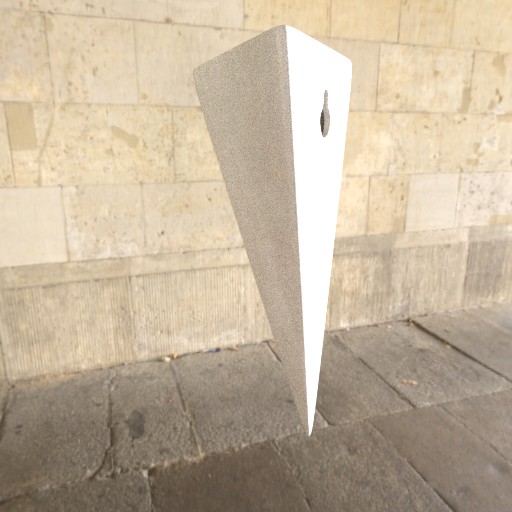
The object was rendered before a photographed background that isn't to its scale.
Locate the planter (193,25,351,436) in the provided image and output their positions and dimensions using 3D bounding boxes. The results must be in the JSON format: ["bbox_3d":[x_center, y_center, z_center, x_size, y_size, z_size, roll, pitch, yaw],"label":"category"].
[{"bbox_3d":[0.000,0.000,0.265,0.081,0.224,0.101,7,17,26],"label":"planter"}]
